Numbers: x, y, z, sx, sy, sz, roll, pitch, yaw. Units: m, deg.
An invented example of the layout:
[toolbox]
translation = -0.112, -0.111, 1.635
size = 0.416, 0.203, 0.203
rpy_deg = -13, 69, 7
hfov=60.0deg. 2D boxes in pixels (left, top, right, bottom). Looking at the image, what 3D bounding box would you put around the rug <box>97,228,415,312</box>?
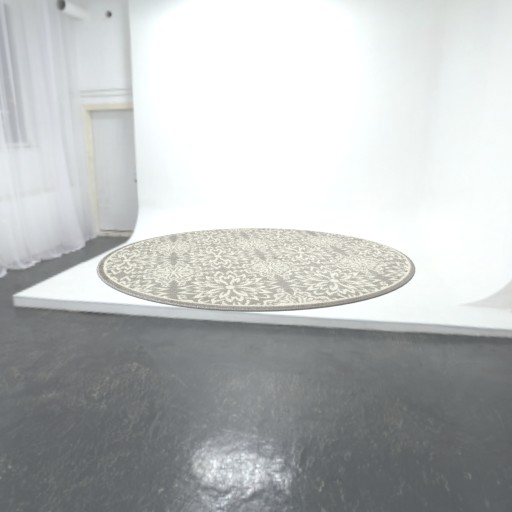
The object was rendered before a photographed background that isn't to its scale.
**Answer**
[rug]
translation = 0.000, 0.000, 2.345
size = 1.593, 0.012, 1.593
rpy_deg = 0, 14, 0
